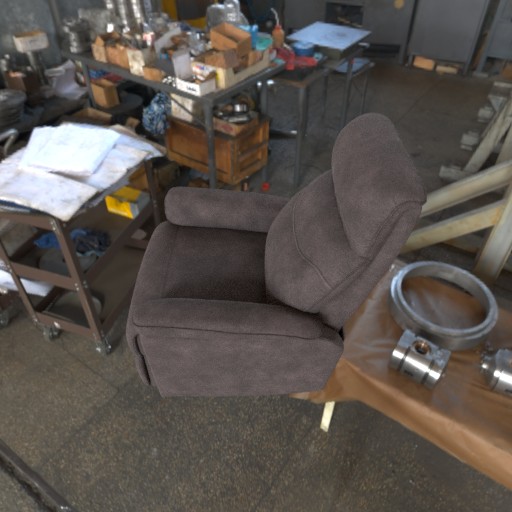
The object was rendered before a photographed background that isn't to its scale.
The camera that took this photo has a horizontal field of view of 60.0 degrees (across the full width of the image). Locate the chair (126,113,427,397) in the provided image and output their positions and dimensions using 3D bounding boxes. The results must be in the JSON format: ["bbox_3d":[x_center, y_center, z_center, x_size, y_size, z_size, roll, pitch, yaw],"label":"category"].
[{"bbox_3d":[0.000,0.000,1.794,1.009,1.035,0.830,0,42,0],"label":"chair"}]
